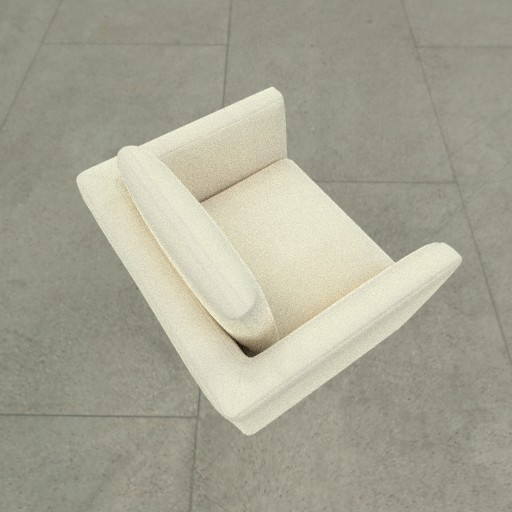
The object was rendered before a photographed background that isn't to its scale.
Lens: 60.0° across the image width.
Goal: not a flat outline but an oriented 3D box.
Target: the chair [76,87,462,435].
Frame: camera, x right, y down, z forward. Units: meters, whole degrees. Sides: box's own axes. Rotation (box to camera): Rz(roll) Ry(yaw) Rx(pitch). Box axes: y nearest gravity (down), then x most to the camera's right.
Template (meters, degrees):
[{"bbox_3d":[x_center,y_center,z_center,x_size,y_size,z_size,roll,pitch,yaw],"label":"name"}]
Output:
[{"bbox_3d":[0.000,0.000,1.688,0.889,0.865,1.041,-30,62,-18],"label":"chair"}]
